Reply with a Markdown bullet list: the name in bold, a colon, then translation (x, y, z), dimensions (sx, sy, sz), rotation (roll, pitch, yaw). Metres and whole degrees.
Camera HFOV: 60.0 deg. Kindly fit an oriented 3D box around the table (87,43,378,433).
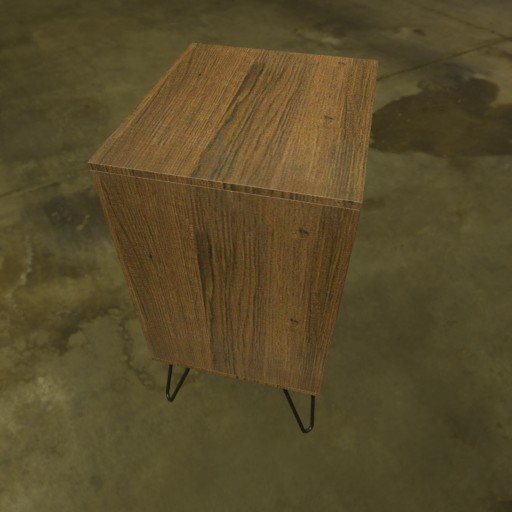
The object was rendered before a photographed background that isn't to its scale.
- **table**: translation (0.000, 0.000, 1.181), dimensions (0.457, 0.866, 0.526), rotation (10, 47, 9)
